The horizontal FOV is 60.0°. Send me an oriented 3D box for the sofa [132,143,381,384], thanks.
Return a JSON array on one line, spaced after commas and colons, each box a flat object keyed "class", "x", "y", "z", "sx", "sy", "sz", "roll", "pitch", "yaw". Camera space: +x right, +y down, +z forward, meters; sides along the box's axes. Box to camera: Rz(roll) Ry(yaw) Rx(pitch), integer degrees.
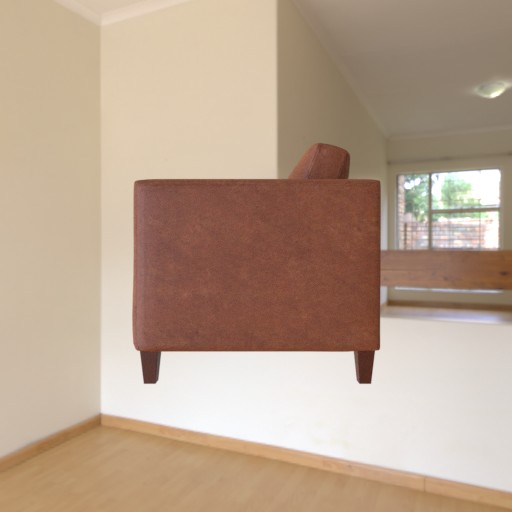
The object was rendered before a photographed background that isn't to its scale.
[{"class": "sofa", "x": 0.000, "y": 0.000, "z": 2.716, "sx": 0.950, "sy": 0.932, "sz": 2.204, "roll": 0, "pitch": 1, "yaw": 0}]
